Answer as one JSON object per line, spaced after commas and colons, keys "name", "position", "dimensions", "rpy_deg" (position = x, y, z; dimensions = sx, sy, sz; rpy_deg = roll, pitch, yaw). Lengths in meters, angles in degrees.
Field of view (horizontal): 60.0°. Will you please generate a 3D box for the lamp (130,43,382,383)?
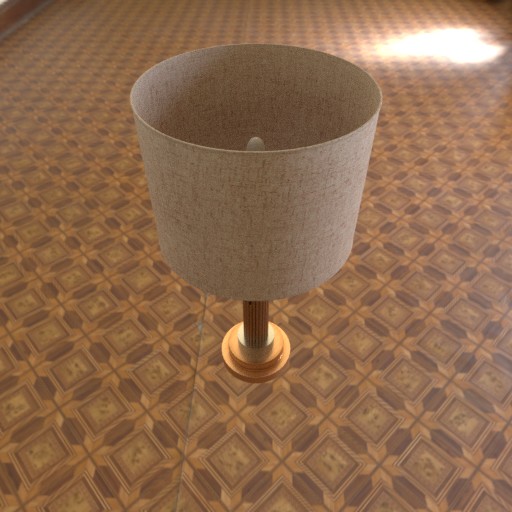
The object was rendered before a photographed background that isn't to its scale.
{"name": "lamp", "position": [0.000, 0.000, 0.787], "dimensions": [0.321, 0.610, 0.321], "rpy_deg": [10, 45, 11]}
